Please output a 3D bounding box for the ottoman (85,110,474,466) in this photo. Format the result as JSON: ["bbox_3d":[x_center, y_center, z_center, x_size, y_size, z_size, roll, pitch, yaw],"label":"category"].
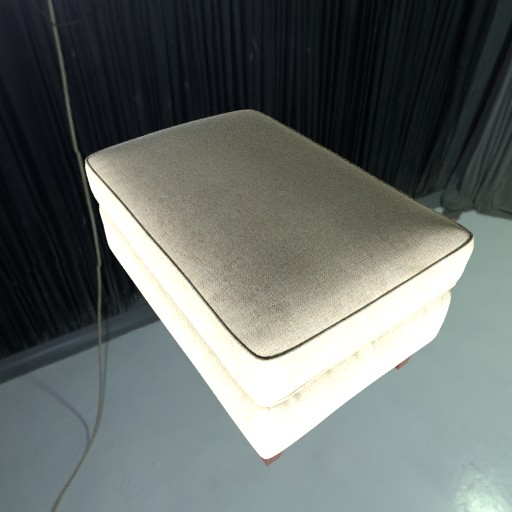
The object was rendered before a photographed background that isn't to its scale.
[{"bbox_3d":[0.000,0.000,1.194,0.583,0.484,0.862,-25,47,-26],"label":"ottoman"}]
